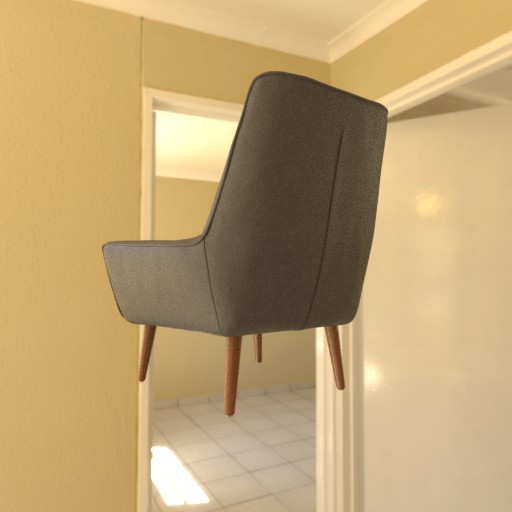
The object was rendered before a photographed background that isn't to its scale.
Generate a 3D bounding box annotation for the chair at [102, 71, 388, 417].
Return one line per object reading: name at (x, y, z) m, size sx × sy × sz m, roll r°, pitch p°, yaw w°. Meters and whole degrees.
chair at (0.000, 0.000, 1.488) m, size 0.787 × 0.888 × 0.822 m, roll 1°, pitch -2°, yaw -37°
